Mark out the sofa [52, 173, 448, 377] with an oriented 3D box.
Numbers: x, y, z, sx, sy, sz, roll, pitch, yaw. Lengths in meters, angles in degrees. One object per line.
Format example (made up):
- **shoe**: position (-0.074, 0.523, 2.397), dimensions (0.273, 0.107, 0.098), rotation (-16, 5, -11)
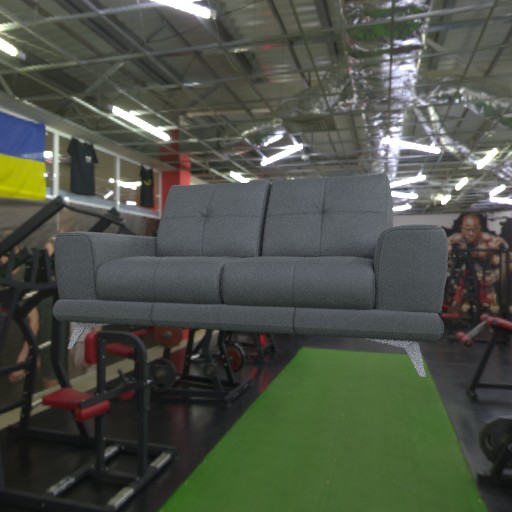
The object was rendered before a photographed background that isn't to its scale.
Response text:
- **sofa**: position (0.000, 0.000, 2.341), dimensions (1.806, 0.907, 1.018), rotation (0, 0, 18)
